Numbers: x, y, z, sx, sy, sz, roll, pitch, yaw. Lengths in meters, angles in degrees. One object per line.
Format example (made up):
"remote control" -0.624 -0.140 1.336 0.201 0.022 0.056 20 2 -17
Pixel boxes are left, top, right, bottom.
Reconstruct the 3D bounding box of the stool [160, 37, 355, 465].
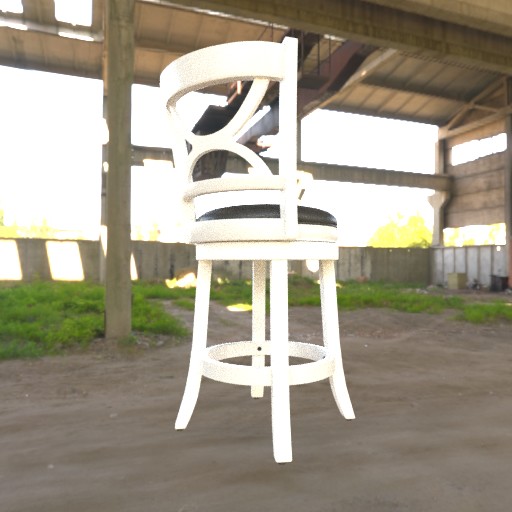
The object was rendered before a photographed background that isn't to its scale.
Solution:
"stool" 0.000 0.000 1.217 0.444 0.953 0.508 -1 -1 37
